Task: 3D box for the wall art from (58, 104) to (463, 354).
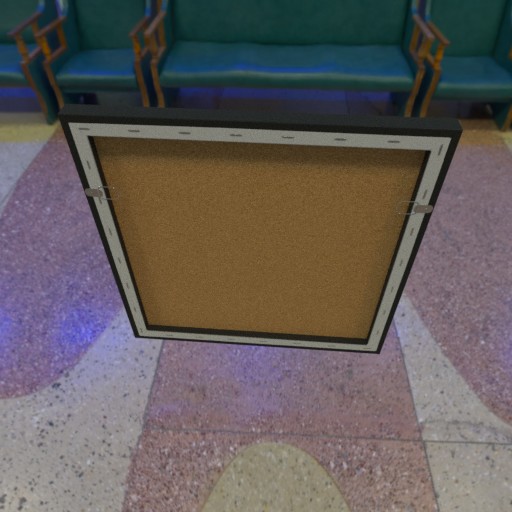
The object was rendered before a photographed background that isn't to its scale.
[{"bbox_3d":[0.000,0.000,1.111,0.758,0.758,0.044,3,46,3],"label":"wall art"}]
